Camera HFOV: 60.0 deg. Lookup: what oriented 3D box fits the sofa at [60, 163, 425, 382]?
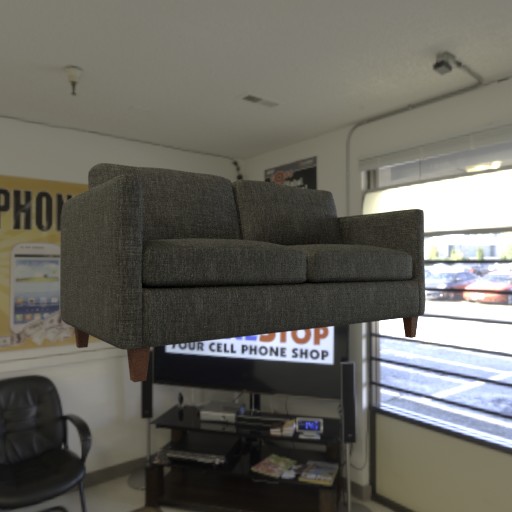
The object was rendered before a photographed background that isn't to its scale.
[{"bbox_3d":[0.000,0.000,2.488,1.884,0.963,0.950,1,-1,-35],"label":"sofa"}]
